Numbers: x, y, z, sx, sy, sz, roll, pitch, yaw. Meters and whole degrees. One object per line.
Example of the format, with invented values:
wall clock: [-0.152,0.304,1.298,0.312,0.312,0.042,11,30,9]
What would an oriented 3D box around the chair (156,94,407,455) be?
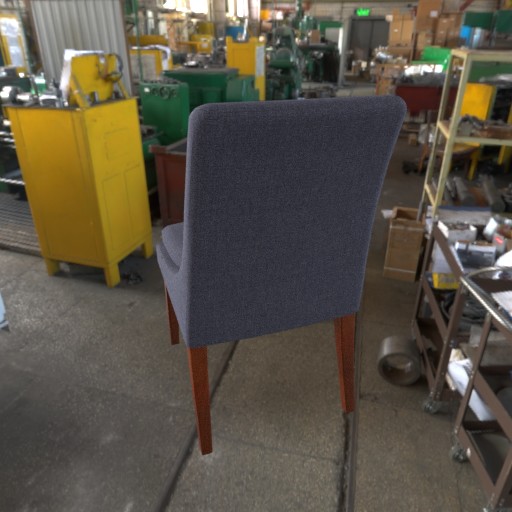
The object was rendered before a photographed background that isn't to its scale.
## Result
chair: [0.000,0.000,1.308,0.508,0.952,0.655,-9,28,-17]
